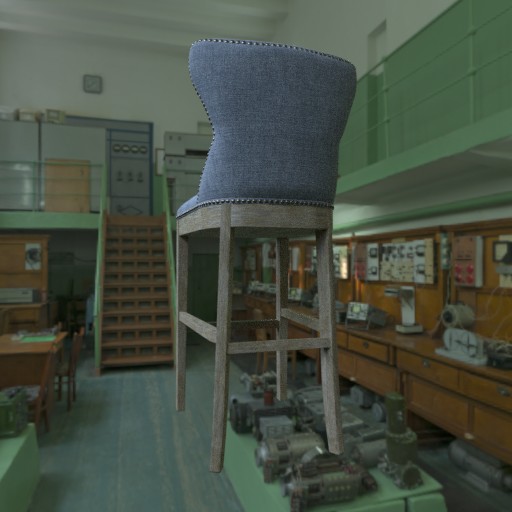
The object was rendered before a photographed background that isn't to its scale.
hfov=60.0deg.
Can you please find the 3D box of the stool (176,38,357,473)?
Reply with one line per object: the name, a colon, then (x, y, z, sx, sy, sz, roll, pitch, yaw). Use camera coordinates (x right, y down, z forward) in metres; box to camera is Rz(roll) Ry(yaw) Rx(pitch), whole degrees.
stool: (0.000, 0.000, 1.414, 0.494, 1.123, 0.606, 0, -1, -18)
